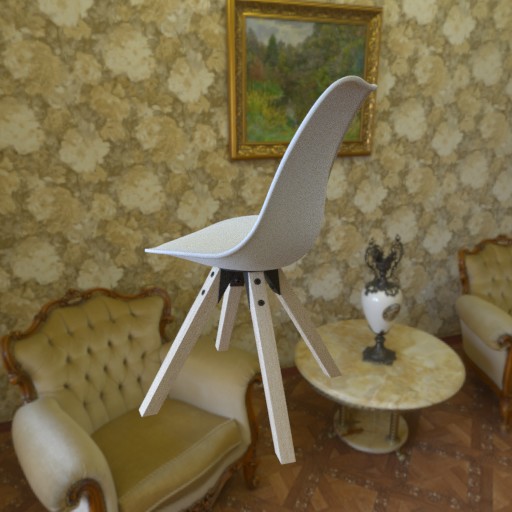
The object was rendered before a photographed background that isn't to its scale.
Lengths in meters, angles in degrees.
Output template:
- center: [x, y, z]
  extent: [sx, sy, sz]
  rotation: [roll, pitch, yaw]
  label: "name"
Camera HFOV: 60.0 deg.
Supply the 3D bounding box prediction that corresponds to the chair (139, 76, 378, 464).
- center: [0.000, 0.000, 1.178]
  extent: [0.550, 0.850, 0.485]
  rotation: [8, 18, 24]
  label: "chair"
